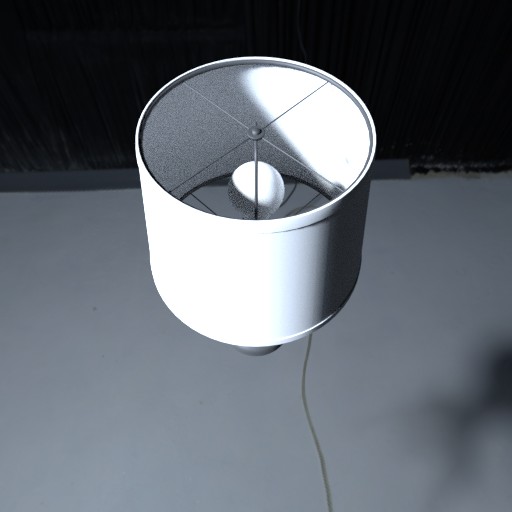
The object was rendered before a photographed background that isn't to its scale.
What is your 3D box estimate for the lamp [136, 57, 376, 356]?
[{"bbox_3d":[0.000,0.000,0.679,0.310,0.501,0.310,0,57,0],"label":"lamp"}]
